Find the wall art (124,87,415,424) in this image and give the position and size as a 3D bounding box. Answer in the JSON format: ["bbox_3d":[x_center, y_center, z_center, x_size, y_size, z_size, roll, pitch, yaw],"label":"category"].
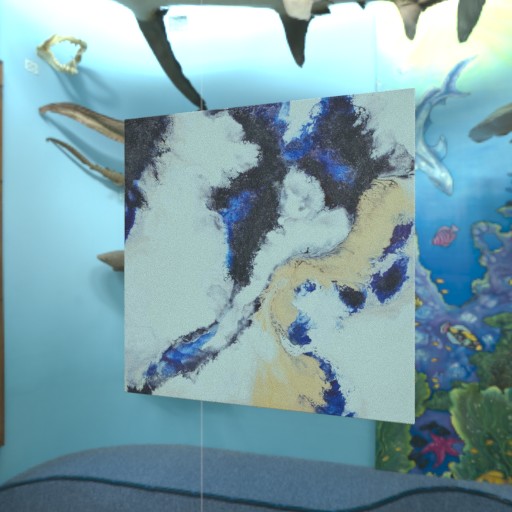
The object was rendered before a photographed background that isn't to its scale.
[{"bbox_3d":[0.000,0.000,1.316,0.887,0.885,0.038,0,0,18],"label":"wall art"}]
